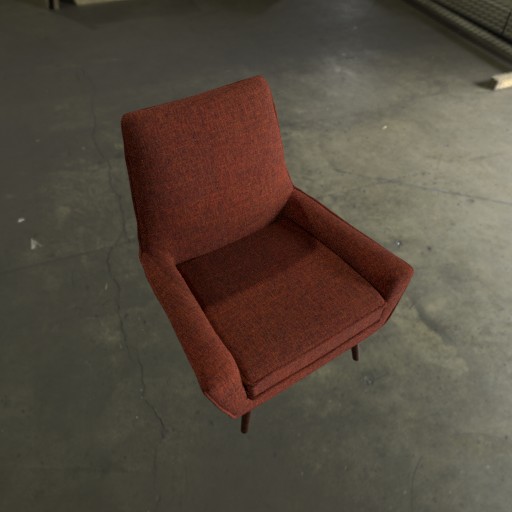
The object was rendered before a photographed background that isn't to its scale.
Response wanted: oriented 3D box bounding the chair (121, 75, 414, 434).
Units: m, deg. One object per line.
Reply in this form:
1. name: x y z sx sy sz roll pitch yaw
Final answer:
1. chair: 0.000 0.000 1.547 0.803 0.911 0.784 -25 51 -22
